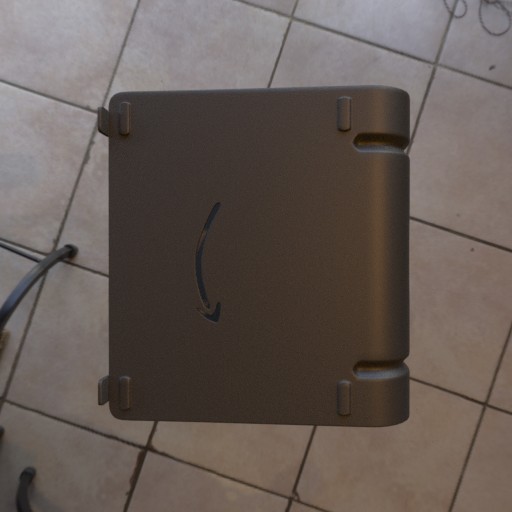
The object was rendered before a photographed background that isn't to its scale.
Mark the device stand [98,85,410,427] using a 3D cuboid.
[{"bbox_3d":[0.000,0.000,0.387,0.236,0.155,0.256,0,90,1],"label":"device stand"}]
